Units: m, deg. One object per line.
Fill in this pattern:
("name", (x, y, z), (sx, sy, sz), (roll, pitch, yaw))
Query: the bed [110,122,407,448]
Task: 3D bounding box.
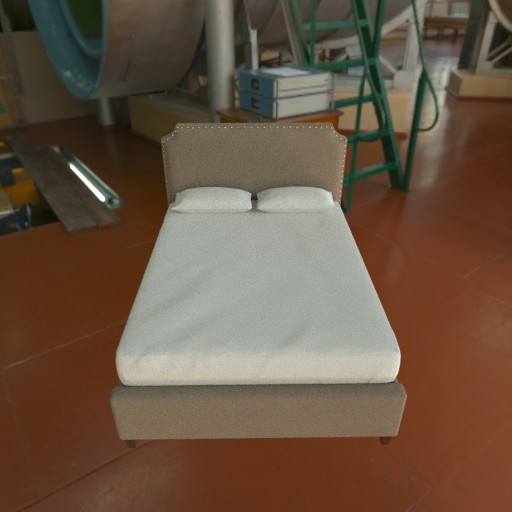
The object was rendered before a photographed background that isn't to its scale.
("bed", (0.000, 0.000, 3.375), (1.703, 1.415, 2.329), (0, 31, -1))
